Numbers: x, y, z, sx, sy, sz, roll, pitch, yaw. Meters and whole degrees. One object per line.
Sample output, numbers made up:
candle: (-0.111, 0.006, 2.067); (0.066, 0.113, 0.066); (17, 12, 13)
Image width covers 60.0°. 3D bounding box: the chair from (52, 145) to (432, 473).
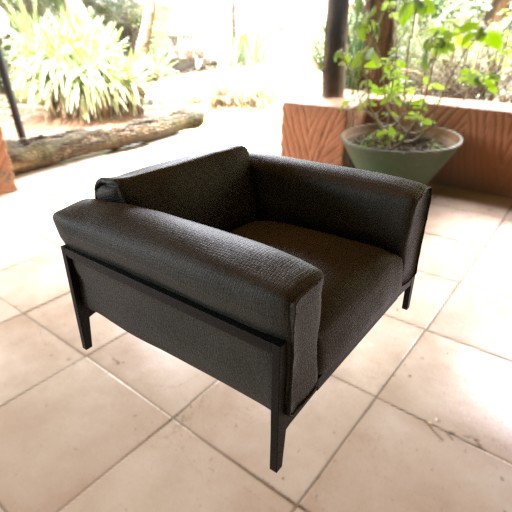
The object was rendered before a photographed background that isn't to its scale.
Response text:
chair: (0.000, 0.000, 1.687); (0.969, 0.646, 1.056); (19, 32, 32)
